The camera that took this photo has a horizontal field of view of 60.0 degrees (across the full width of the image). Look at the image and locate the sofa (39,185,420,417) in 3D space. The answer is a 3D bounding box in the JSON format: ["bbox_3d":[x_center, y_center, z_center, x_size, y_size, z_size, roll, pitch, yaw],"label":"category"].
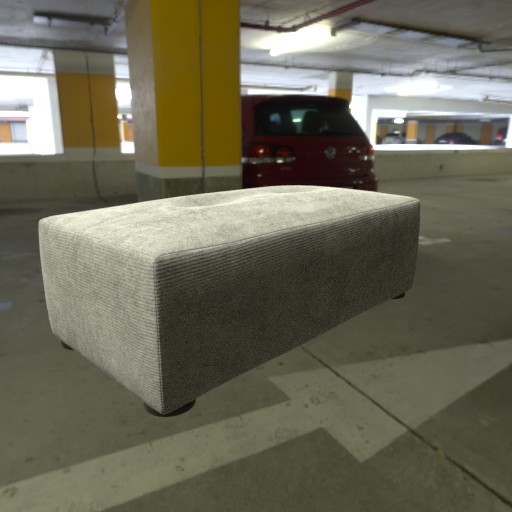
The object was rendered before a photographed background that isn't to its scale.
[{"bbox_3d":[0.000,0.000,1.165,0.480,0.330,0.930,14,21,43],"label":"sofa"}]
